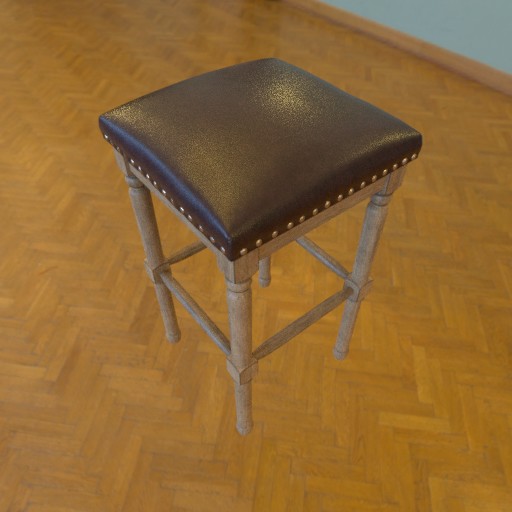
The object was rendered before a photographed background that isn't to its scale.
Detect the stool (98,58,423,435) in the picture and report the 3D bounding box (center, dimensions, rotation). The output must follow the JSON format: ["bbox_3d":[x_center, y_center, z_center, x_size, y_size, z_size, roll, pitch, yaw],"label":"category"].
[{"bbox_3d":[0.000,0.000,0.932,0.383,0.702,0.382,-30,53,-25],"label":"stool"}]
